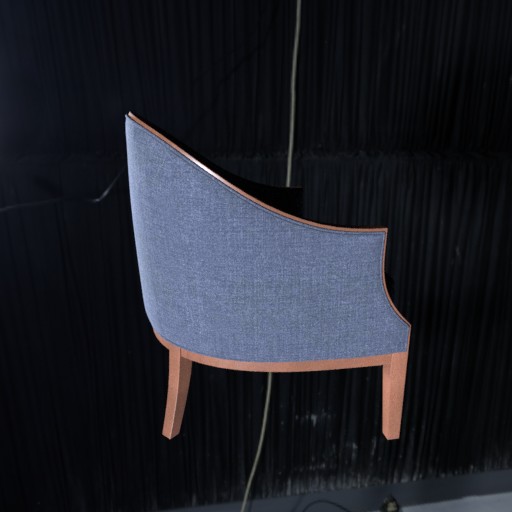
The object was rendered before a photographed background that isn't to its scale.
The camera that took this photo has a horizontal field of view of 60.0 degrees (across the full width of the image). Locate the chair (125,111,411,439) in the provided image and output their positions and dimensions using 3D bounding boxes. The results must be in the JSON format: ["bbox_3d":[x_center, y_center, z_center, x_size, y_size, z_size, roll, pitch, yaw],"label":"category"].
[{"bbox_3d":[0.000,0.000,1.416,0.735,0.876,0.803,-3,16,-9],"label":"chair"}]
